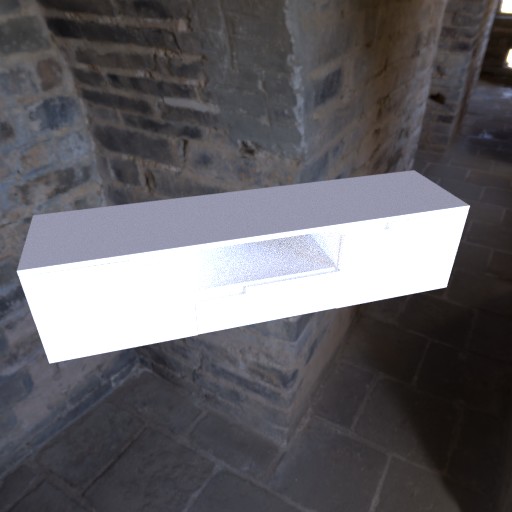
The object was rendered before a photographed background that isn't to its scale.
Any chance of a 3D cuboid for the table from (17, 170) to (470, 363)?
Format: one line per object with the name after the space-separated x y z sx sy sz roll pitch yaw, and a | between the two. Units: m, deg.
0.000 0.000 1.832 1.650 0.420 0.390 -9 34 -14 | table
